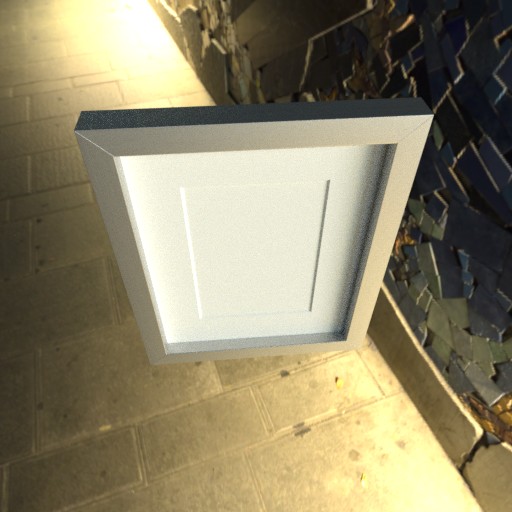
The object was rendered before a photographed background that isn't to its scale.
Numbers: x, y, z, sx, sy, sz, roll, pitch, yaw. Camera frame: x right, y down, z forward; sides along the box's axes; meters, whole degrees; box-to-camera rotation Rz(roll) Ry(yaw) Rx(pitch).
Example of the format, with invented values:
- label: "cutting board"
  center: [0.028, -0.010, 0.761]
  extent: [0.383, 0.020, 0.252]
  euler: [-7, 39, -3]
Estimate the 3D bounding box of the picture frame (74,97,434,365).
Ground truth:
- label: "picture frame"
  center: [0.000, 0.000, 0.398]
  extent: [0.233, 0.282, 0.036]
  euler: [-4, 46, -3]
